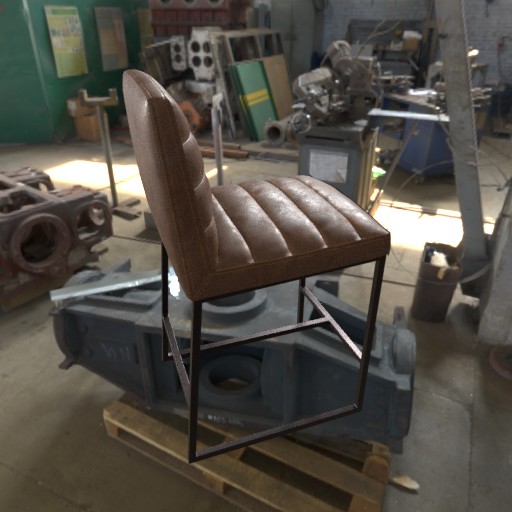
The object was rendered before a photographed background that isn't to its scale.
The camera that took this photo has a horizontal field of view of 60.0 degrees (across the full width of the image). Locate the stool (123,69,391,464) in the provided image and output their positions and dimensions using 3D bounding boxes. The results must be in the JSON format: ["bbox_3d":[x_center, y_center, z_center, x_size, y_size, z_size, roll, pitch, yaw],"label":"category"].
[{"bbox_3d":[0.000,0.000,1.216,0.562,0.942,0.463,-10,30,-17],"label":"stool"}]
